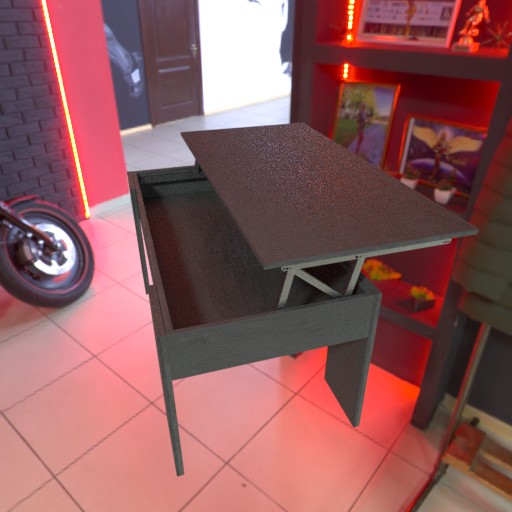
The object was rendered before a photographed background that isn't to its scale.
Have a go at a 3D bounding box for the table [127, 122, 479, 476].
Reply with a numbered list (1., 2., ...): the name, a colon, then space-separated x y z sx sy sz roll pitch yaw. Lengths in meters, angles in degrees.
1. table: 0.000 0.000 1.432 0.711 0.570 1.000 -9 31 -15
